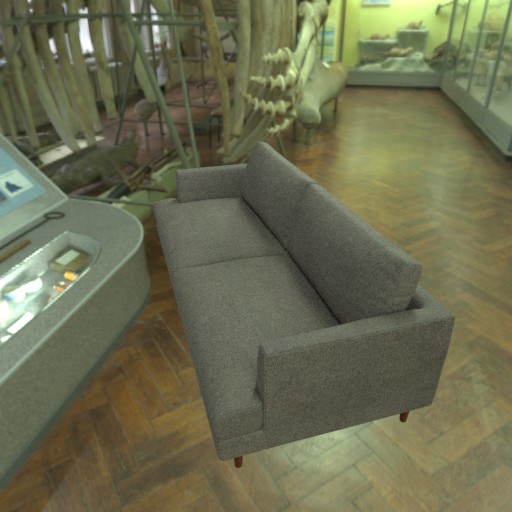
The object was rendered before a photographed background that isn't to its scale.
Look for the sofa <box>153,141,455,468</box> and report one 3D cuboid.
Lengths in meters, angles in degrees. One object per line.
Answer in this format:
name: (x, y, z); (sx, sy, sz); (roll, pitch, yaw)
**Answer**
sofa: (0.000, 0.000, 2.691); (1.020, 0.868, 2.250); (-8, 30, -15)
